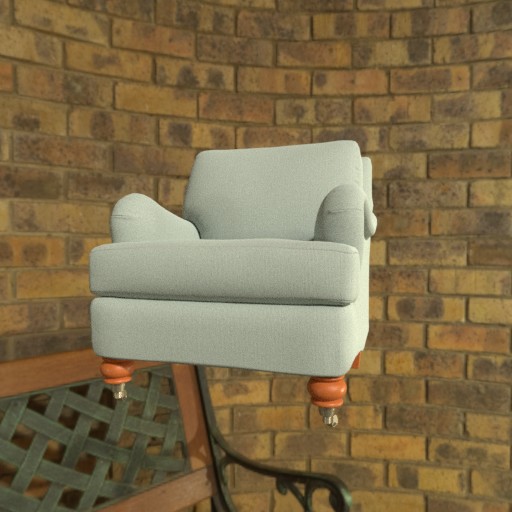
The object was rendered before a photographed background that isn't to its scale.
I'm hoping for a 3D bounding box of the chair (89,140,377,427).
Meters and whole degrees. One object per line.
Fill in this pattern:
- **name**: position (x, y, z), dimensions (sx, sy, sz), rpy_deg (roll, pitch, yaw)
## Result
- **chair**: position (0.000, 0.000, 1.861), dimensions (0.955, 1.038, 1.070), rpy_deg (0, 1, 18)
